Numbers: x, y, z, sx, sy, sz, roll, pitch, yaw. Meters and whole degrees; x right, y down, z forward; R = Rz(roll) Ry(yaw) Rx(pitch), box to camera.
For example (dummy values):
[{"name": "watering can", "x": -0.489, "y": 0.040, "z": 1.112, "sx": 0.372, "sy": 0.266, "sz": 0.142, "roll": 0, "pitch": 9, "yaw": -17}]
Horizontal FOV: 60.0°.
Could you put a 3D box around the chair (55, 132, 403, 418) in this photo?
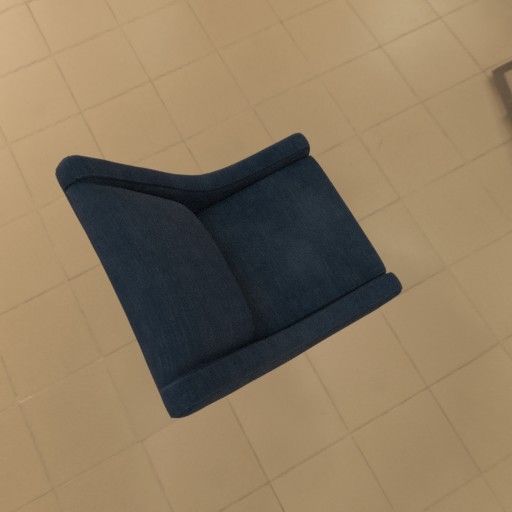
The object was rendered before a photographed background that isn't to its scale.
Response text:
[{"name": "chair", "x": 0.000, "y": 0.000, "z": 1.641, "sx": 0.870, "sy": 1.014, "sz": 0.774, "roll": -28, "pitch": 76, "yaw": -7}]
